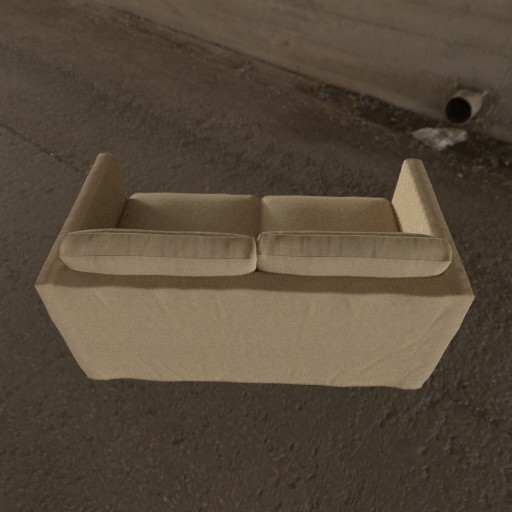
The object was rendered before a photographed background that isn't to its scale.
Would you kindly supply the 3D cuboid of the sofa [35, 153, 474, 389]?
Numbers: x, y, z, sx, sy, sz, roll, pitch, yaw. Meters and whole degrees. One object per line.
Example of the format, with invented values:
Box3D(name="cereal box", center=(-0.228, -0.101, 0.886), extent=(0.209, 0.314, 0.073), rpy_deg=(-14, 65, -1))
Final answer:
Box3D(name="sofa", center=(0.000, 0.000, 2.214), extent=(1.719, 0.835, 0.962), rpy_deg=(1, 46, 1))
